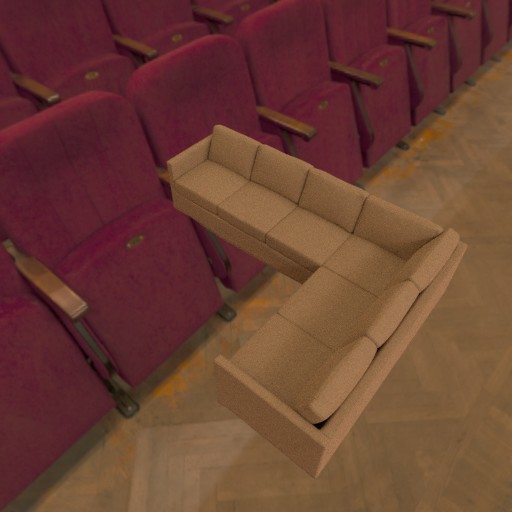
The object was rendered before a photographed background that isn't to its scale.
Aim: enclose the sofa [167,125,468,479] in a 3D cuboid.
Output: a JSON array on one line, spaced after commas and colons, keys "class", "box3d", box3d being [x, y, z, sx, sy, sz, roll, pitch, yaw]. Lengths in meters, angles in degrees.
[{"class": "sofa", "box3d": [0.000, 0.000, 4.381, 3.182, 0.871, 2.432, 31, 54, 26]}]
